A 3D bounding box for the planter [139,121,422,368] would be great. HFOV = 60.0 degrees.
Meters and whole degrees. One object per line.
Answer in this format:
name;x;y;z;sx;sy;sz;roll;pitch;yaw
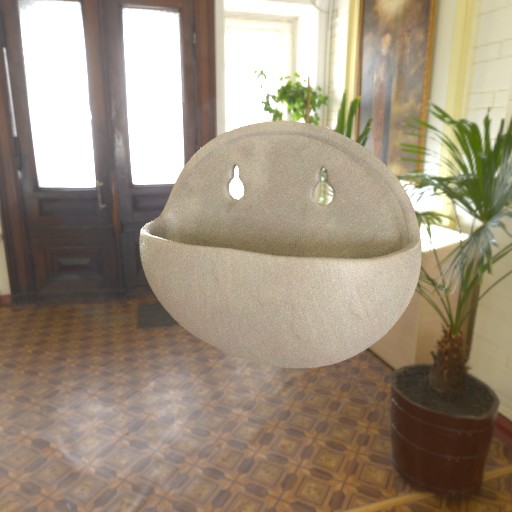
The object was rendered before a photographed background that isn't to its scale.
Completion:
planter;0.000;0.000;0.277;0.190;0.164;0.073;7;16;26
